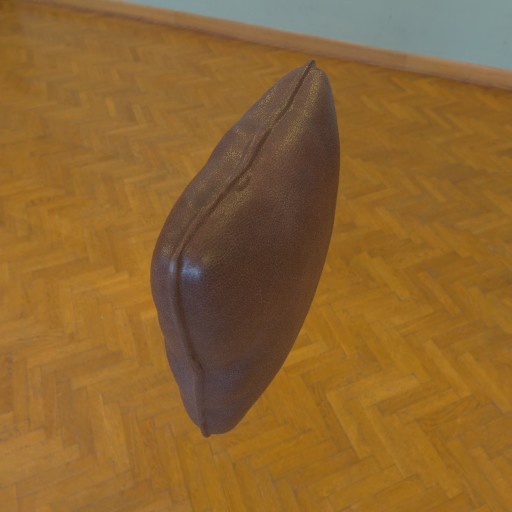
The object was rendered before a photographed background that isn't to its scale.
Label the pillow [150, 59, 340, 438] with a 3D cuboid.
[{"bbox_3d":[0.000,0.000,0.806,0.236,0.523,0.532,17,51,14],"label":"pillow"}]
